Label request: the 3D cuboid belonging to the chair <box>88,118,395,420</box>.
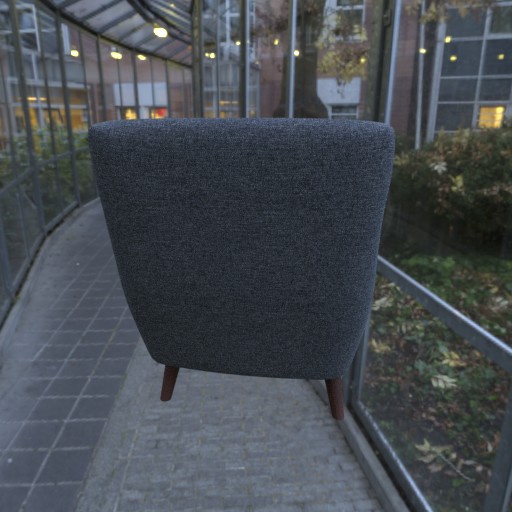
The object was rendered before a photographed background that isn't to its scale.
[{"bbox_3d":[0.000,0.000,1.752,0.889,1.039,0.940,3,17,9],"label":"chair"}]
